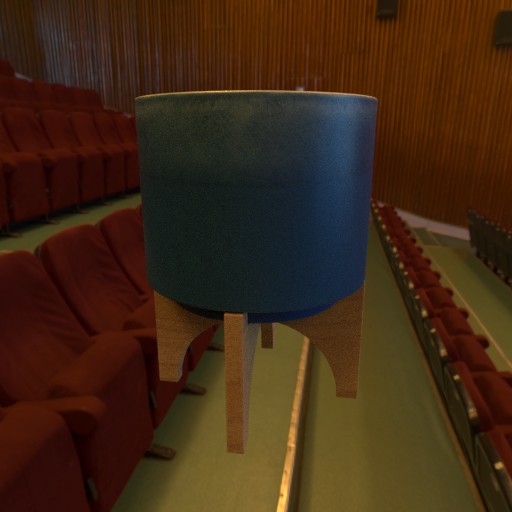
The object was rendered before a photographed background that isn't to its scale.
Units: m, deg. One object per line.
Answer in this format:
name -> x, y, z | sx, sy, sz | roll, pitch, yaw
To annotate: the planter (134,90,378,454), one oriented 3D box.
planter -> 0.000, 0.000, 0.397 | 0.192, 0.263, 0.192 | 0, 16, 0
